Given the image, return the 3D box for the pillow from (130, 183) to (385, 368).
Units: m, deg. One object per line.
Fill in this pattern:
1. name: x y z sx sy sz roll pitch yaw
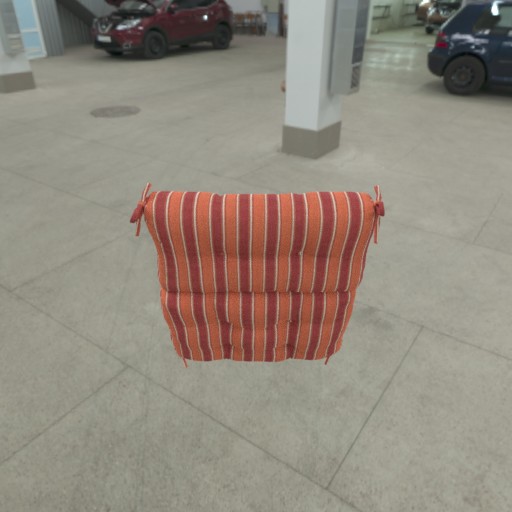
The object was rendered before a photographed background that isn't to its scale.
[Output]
1. pillow: 0.000 0.000 1.488 0.526 0.863 1.016 0 31 0
